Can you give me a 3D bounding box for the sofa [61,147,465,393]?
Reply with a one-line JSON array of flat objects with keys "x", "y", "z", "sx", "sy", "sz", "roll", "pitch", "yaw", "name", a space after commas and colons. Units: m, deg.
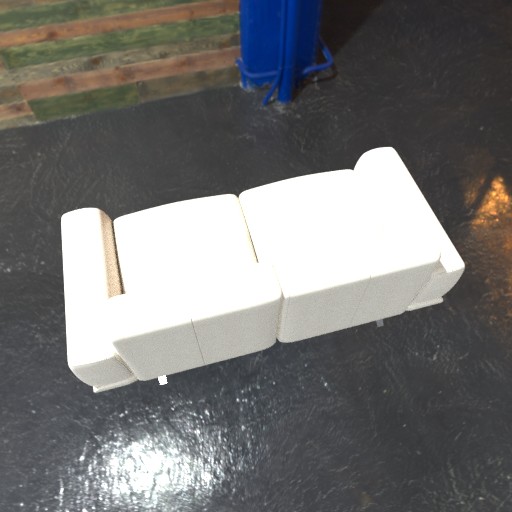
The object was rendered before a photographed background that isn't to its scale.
[{"x": 0.000, "y": 0.000, "z": 2.361, "sx": 1.901, "sy": 0.772, "sz": 0.900, "roll": -13, "pitch": 59, "yaw": -8, "name": "sofa"}]
